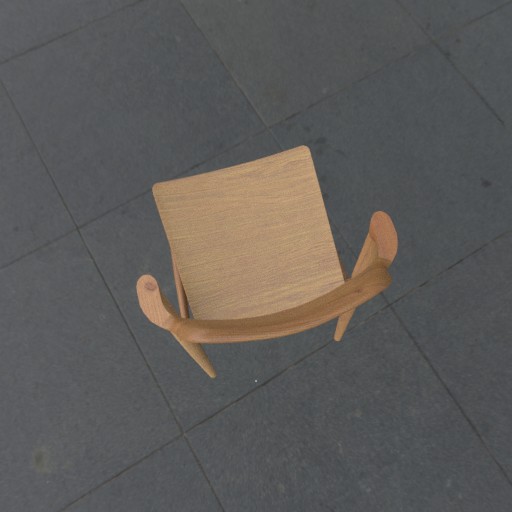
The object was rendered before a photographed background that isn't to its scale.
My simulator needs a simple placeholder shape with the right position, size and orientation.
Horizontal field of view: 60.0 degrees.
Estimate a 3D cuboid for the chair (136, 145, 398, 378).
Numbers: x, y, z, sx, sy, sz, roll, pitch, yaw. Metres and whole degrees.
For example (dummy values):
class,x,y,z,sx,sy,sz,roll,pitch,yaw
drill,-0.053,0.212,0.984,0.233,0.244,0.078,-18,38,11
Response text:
class,x,y,z,sx,sy,sz,roll,pitch,yaw
chair,0.000,0.000,1.139,0.512,0.792,0.499,-15,75,-4
